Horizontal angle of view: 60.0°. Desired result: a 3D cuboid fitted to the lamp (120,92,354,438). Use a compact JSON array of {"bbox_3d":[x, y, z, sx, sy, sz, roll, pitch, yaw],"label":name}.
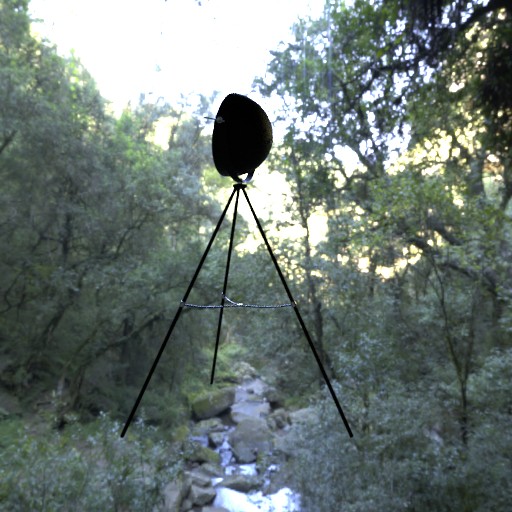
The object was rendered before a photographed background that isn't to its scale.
[{"bbox_3d":[0.000,0.000,2.072,0.920,1.512,0.817,0,1,19],"label":"lamp"}]
